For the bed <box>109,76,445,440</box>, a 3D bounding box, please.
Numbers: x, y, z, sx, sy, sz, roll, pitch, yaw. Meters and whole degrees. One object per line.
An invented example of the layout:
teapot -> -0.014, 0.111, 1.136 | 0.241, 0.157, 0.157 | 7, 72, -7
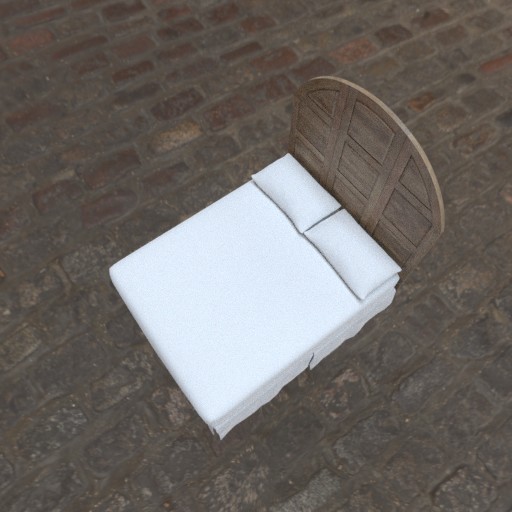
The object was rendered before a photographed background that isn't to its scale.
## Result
bed -> 0.000, 0.000, 3.497 | 2.112, 2.002, 1.713 | -34, 69, -15
